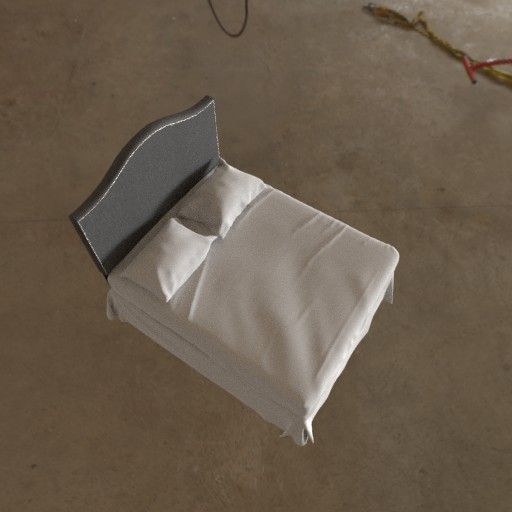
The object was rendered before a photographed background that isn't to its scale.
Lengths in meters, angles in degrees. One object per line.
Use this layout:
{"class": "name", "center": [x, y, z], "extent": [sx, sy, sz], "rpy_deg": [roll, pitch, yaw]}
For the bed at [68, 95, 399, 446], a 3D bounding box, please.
{"class": "bed", "center": [0.000, 0.000, 3.633], "extent": [2.221, 1.645, 1.876], "rpy_deg": [30, 62, 18]}
